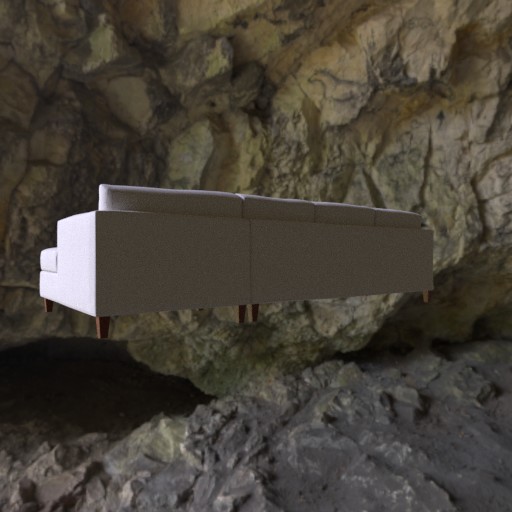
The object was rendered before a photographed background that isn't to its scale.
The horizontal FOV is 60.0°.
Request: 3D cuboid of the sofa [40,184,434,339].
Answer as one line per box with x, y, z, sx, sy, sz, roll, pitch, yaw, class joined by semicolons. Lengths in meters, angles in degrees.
0.000;0.000;4.189;3.471;0.954;1.599;0;0;-36;sofa
